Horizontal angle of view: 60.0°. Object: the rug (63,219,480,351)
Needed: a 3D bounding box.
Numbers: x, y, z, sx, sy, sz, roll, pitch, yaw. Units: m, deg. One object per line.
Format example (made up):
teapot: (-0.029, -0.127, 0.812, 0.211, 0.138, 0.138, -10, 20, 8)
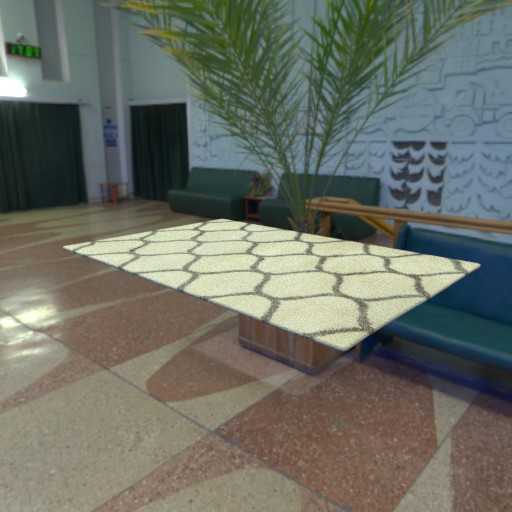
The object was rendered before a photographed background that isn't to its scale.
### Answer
rug: (0.000, 0.000, 3.399, 2.701, 0.026, 1.801, 13, 20, 41)
